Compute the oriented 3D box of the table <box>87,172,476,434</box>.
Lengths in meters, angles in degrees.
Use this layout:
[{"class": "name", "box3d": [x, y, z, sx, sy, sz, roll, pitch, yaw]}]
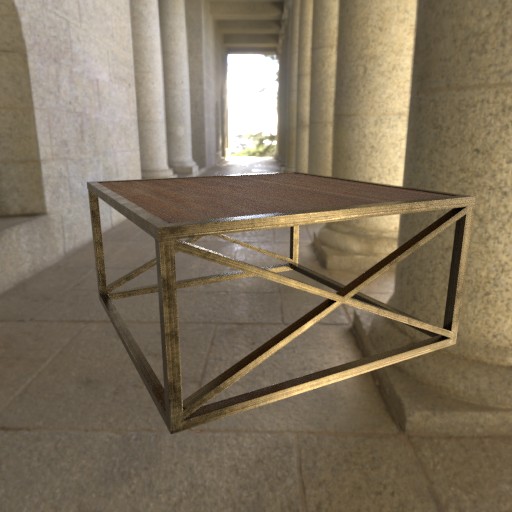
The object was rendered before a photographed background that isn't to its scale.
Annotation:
[{"class": "table", "box3d": [0.000, 0.000, 1.475, 0.899, 0.451, 0.909, -8, 18, -27]}]
